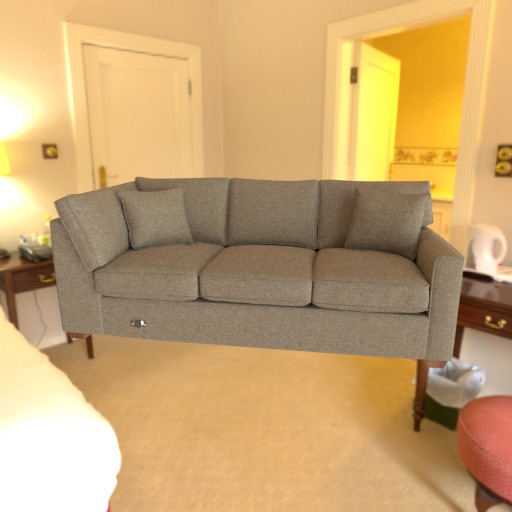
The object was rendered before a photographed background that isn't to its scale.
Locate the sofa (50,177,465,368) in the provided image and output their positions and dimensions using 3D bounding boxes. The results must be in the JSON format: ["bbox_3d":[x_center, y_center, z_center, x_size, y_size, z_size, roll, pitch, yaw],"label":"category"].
[{"bbox_3d":[0.000,0.000,2.916,2.317,0.962,1.061,2,14,9],"label":"sofa"}]
